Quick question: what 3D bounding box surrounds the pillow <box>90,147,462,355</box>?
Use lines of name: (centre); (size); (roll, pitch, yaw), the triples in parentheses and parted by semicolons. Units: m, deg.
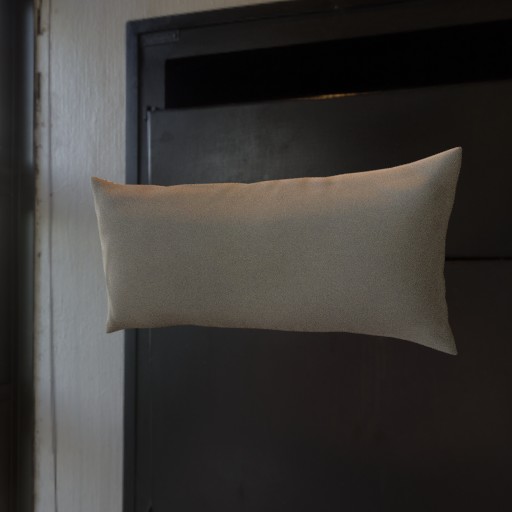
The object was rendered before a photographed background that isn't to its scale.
pillow: (0.000, 0.000, 0.722); (0.608, 0.292, 0.156); (0, -1, 18)
